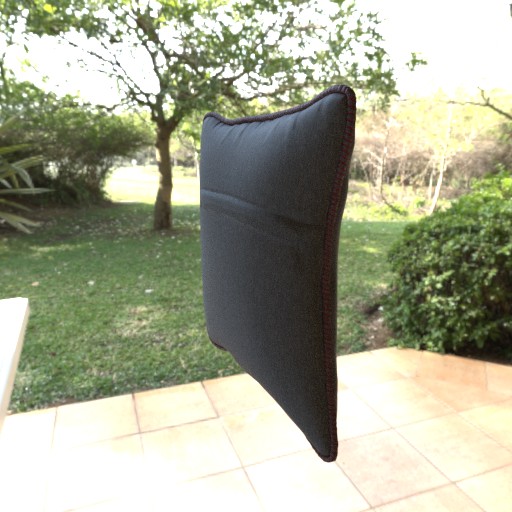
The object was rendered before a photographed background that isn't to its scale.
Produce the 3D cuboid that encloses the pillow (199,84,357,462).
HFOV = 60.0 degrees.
[{"bbox_3d":[0.000,0.000,0.743,0.124,0.491,0.482,-7,15,-26],"label":"pillow"}]
